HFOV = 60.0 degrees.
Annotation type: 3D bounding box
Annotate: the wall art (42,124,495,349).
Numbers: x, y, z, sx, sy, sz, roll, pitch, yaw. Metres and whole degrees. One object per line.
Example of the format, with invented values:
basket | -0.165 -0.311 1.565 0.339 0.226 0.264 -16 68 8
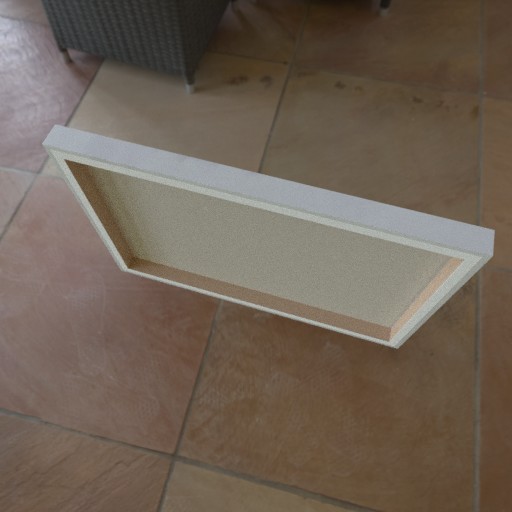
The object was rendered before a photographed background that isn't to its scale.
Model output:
wall art | 0.000 0.000 0.764 0.609 0.407 0.038 15 64 8
